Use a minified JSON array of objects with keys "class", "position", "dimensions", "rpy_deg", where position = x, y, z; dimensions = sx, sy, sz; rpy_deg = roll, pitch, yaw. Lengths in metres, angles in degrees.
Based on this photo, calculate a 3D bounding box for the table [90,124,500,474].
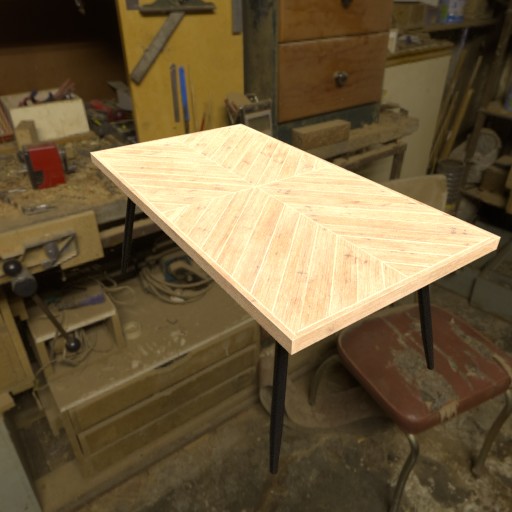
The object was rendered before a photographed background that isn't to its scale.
[{"class":"table","position":[0.000,0.000,2.260],"dimensions":[0.991,0.762,1.803],"rpy_deg":[-20,38,-28]}]
